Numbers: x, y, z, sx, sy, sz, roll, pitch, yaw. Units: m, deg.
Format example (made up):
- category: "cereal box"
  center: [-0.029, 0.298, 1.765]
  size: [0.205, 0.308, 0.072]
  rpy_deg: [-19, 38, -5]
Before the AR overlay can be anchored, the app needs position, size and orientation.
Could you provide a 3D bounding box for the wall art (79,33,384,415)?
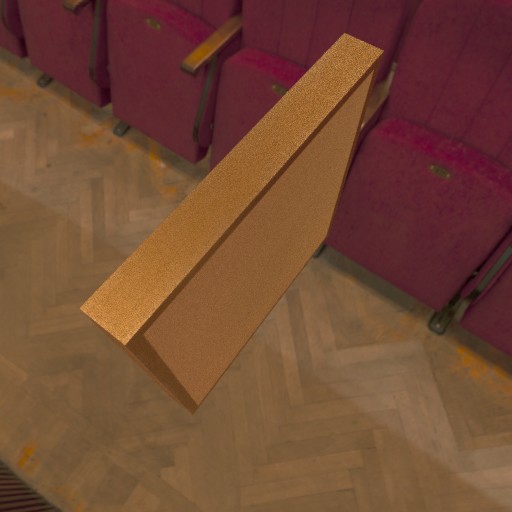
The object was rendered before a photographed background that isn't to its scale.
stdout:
- category: "wall art"
  center: [0.000, 0.000, 0.450]
  size: [0.038, 0.305, 0.306]
  rpy_deg: [33, 68, 15]
